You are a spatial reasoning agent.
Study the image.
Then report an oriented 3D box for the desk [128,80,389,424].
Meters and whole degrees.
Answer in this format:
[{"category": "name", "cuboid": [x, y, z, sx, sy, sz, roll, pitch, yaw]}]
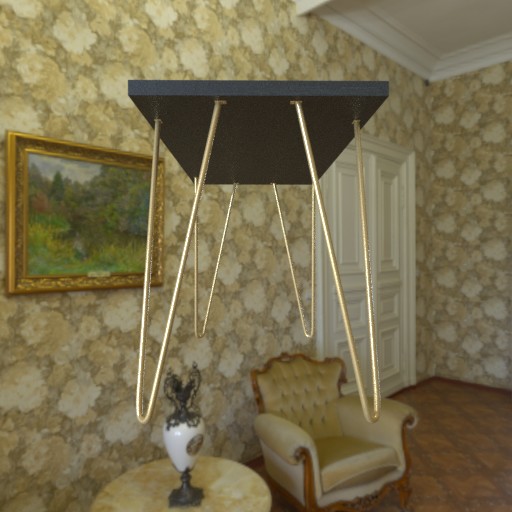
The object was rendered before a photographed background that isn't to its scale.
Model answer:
[{"category": "desk", "cuboid": [0.000, 0.000, 1.338, 0.499, 0.660, 0.991, 0, -1, -1]}]
